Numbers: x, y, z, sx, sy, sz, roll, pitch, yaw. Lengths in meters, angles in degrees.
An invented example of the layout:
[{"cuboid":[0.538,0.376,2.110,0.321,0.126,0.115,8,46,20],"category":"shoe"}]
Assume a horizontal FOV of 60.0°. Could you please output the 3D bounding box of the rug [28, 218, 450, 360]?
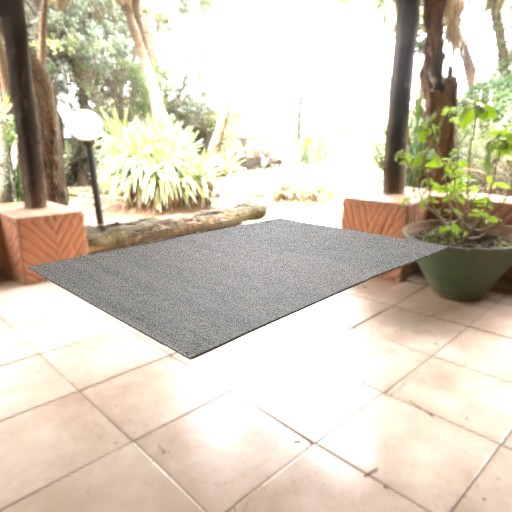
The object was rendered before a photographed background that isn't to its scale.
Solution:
[{"cuboid":[0.000,0.000,2.912,1.613,0.030,2.306,15,21,43],"category":"rug"}]
